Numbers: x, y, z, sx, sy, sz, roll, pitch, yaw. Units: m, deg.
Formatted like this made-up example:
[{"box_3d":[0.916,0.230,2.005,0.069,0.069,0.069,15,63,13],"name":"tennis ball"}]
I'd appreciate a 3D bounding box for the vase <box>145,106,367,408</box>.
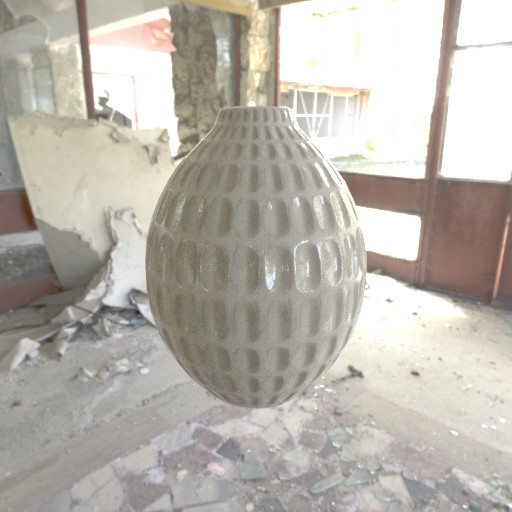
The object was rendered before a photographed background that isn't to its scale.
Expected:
[{"box_3d":[0.000,0.000,0.262,0.128,0.167,0.128,0,17,0],"name":"vase"}]
